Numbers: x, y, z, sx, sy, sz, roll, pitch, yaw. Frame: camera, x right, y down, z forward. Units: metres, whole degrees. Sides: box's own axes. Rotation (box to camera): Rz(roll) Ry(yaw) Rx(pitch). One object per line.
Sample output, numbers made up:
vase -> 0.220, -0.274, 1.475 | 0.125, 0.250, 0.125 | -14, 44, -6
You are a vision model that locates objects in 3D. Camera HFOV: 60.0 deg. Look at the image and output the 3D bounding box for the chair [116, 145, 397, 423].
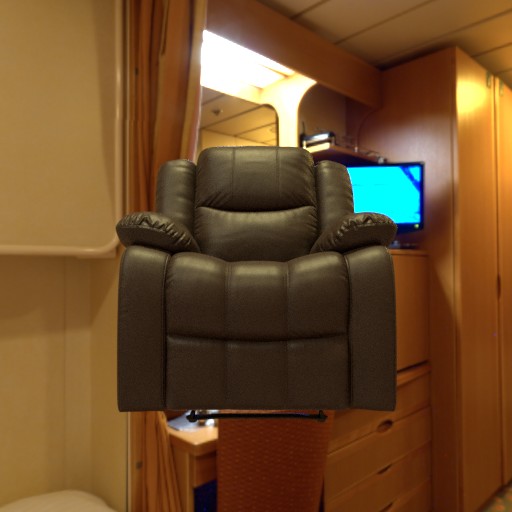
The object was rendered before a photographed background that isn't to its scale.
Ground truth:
chair -> 0.000, 0.000, 1.693 | 0.899, 1.009, 0.934 | 0, -1, 0
